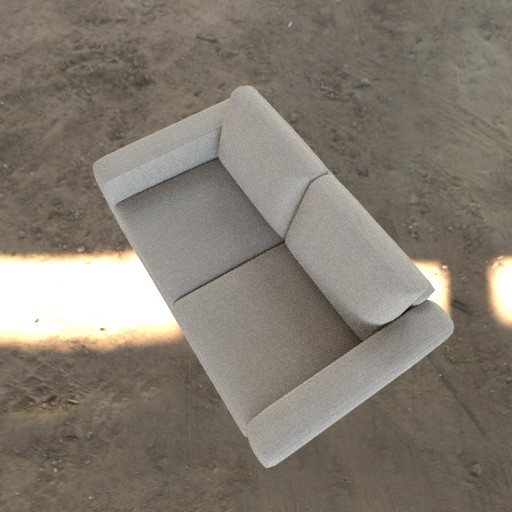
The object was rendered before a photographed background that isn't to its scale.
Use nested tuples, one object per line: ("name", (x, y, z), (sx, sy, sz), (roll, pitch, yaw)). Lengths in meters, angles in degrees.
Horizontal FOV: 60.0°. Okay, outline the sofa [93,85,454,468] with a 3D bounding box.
("sofa", (0.000, 0.000, 2.044), (0.900, 0.800, 1.540), (-30, 66, -15))
